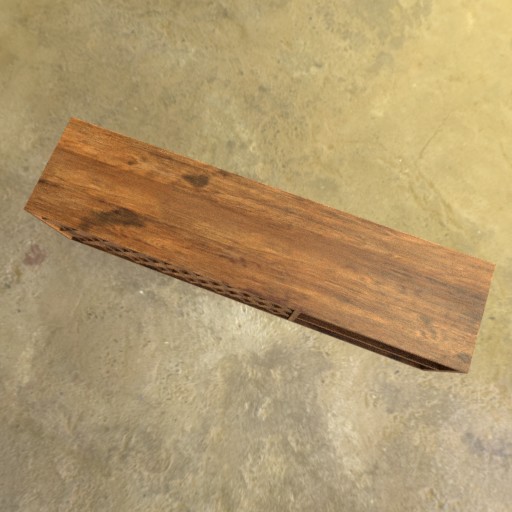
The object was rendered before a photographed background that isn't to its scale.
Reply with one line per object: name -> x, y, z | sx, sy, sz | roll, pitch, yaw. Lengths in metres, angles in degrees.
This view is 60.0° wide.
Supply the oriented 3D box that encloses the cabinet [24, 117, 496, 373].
cabinet -> 0.000, 0.000, 1.645 | 1.448, 0.528, 0.349 | 20, 77, 5
